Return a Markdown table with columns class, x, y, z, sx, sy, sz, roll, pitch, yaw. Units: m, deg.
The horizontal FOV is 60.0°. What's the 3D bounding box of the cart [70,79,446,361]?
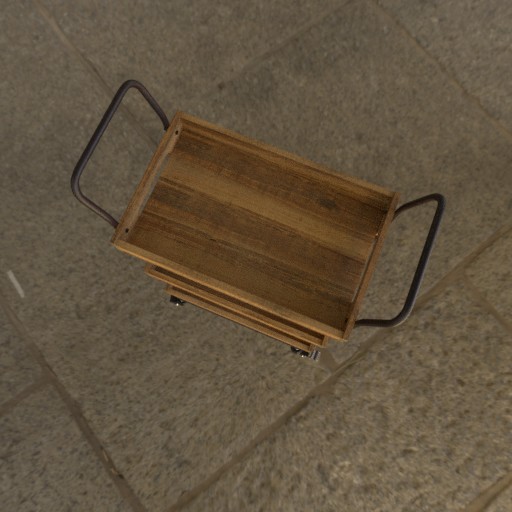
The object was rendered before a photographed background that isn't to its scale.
| class | x | y | z | sx | sy | sz | roll | pitch | yaw |
| --- | --- | --- | --- | --- | --- | --- | --- | --- | --- |
| cart | 0.000 | 0.000 | 1.128 | 0.583 | 0.857 | 0.339 | 22 | 77 | 5 |
